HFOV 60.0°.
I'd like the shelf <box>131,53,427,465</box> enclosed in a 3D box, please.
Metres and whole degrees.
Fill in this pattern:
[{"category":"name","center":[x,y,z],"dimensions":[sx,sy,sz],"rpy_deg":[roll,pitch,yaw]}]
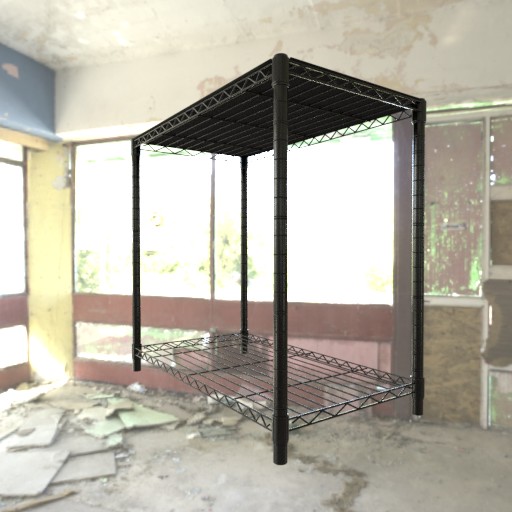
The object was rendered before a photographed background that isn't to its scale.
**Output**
[{"category":"shelf","center":[0.000,0.000,0.935],"dimensions":[0.338,0.564,0.589],"rpy_deg":[-1,1,-35]}]
